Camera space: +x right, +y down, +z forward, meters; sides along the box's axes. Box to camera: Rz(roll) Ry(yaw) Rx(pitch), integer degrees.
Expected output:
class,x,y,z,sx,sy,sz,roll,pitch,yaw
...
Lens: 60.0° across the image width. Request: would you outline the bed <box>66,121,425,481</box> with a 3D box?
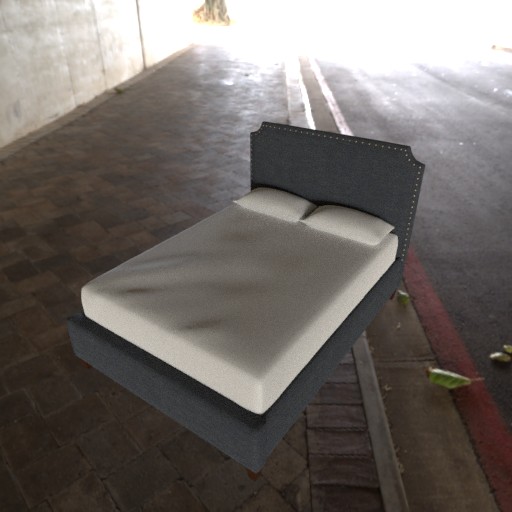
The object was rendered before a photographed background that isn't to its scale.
class,x,y,z,sx,sy,sz,roll,pitch,yaw
bed,0.000,0.000,3.464,1.713,1.443,2.372,20,36,30
